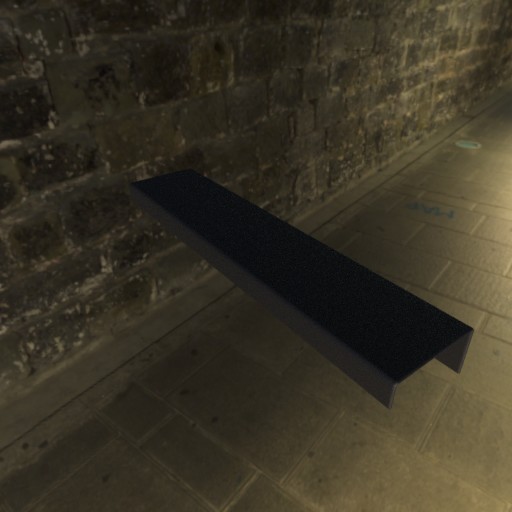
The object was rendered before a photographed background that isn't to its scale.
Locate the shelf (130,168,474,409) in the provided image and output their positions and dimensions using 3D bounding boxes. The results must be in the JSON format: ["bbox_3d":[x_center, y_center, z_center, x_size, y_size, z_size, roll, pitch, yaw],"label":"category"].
[{"bbox_3d":[0.000,0.000,0.500,0.102,0.053,0.456,-21,37,-31],"label":"shelf"}]
